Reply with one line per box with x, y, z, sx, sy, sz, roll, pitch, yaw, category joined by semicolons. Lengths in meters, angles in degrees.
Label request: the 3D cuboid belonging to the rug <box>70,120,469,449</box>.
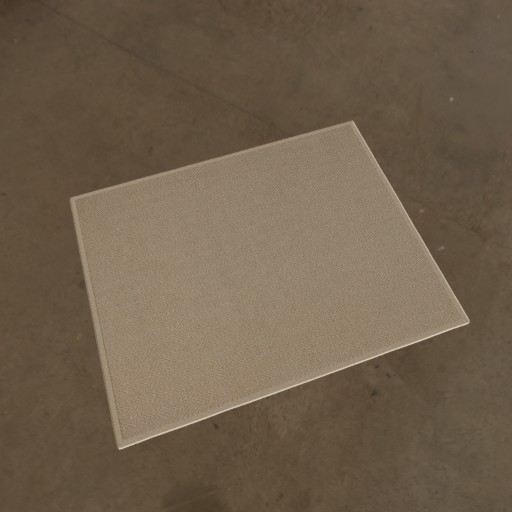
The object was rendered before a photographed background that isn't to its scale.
0.000;0.000;4.070;3.051;0.020;2.407;-17;65;-8;rug
